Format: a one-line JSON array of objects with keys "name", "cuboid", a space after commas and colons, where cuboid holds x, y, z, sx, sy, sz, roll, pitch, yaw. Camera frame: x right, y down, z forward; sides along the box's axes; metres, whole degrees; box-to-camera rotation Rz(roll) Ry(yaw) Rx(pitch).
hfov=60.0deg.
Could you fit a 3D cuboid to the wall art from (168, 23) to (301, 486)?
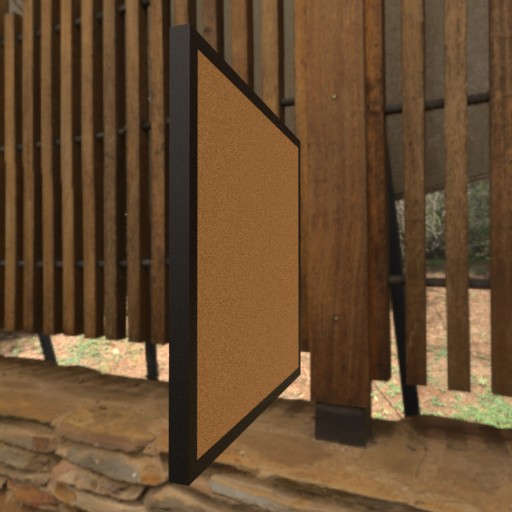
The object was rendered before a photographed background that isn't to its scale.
[{"name": "wall art", "cuboid": [0.000, 0.000, 1.094, 0.038, 0.762, 0.762, 0, -1, 20]}]
